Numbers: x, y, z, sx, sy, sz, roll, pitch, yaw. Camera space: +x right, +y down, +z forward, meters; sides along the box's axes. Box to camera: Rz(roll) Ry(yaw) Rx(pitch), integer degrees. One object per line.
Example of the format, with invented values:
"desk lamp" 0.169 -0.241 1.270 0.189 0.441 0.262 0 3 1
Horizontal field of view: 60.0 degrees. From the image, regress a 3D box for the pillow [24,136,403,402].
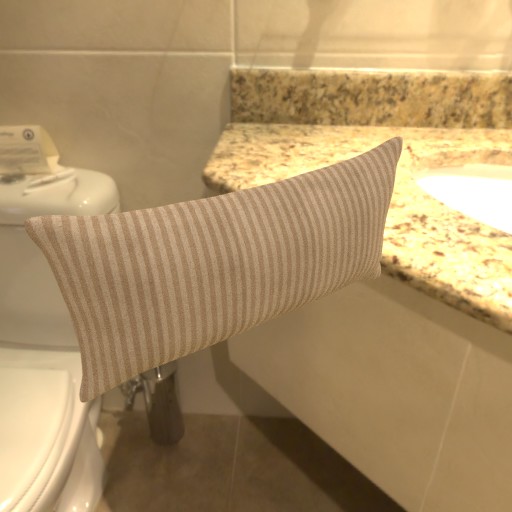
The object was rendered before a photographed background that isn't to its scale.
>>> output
"pillow" 0.000 0.000 0.710 0.617 0.295 0.151 -19 36 -28
